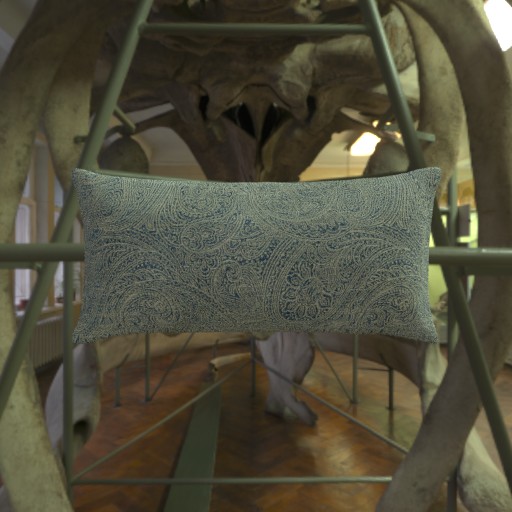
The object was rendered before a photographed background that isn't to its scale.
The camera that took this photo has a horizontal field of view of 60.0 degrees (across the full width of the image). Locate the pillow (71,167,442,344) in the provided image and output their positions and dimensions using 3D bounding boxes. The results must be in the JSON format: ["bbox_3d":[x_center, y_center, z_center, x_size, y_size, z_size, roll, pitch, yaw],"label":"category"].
[{"bbox_3d":[0.000,0.000,0.738,0.615,0.295,0.151,0,0,0],"label":"pillow"}]
